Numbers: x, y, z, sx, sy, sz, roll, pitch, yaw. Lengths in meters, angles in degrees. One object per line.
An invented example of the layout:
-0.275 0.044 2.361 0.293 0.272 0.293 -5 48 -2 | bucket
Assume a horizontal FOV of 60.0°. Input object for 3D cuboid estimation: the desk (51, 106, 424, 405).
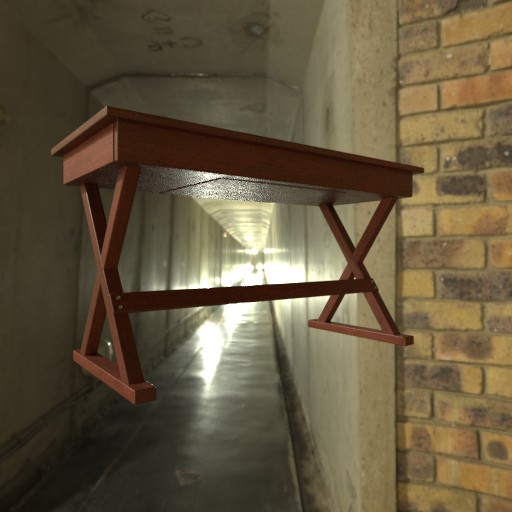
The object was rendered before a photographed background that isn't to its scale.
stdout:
0.000 0.000 1.751 1.372 0.761 0.600 -1 1 -37 | desk
